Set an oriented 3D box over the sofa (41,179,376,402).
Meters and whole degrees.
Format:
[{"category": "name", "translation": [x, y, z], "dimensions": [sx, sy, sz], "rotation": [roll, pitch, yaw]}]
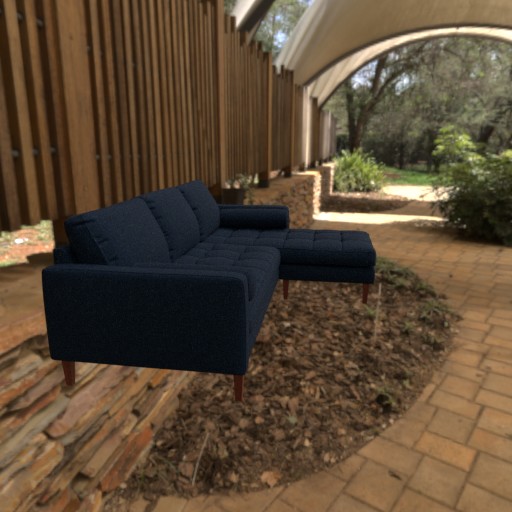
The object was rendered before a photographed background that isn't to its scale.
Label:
[{"category": "sofa", "translation": [0.000, 0.000, 2.911], "dimensions": [1.613, 0.841, 2.185], "rotation": [2, 15, 9]}]
